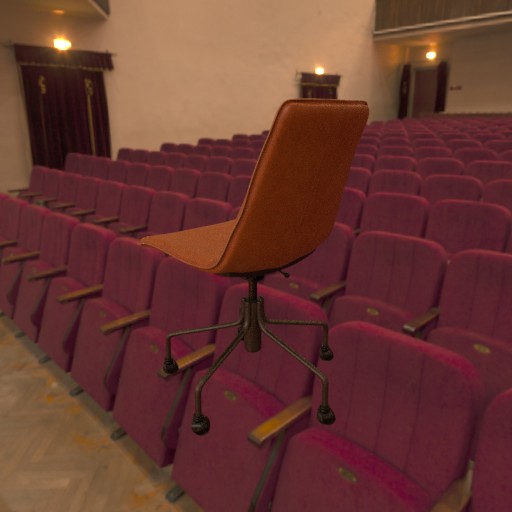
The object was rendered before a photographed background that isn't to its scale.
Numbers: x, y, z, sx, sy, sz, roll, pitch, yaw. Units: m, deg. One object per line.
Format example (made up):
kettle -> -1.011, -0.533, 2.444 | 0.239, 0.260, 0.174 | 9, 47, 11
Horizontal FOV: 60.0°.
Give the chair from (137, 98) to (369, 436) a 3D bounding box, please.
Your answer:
chair -> 0.000, 0.000, 1.403 | 0.651, 0.920, 0.660 | -16, 23, -41
